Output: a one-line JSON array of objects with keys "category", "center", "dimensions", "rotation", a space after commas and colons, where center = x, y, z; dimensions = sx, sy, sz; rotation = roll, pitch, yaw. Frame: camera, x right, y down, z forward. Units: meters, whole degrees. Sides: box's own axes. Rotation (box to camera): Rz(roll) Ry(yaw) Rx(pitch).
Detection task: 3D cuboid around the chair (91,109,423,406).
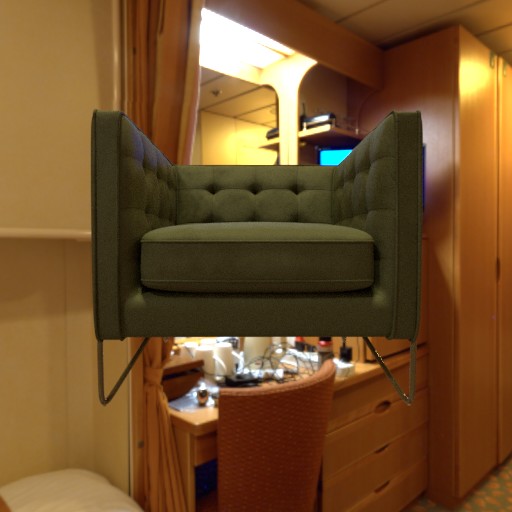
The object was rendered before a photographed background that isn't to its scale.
[{"category": "chair", "center": [0.000, 0.000, 1.569], "dimensions": [0.880, 0.790, 0.894], "rotation": [0, 1, -1]}]
